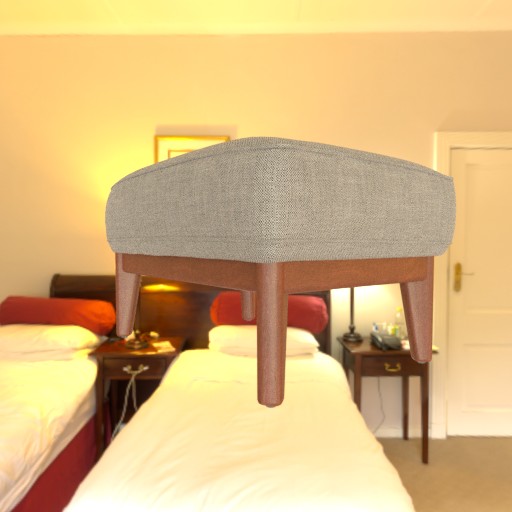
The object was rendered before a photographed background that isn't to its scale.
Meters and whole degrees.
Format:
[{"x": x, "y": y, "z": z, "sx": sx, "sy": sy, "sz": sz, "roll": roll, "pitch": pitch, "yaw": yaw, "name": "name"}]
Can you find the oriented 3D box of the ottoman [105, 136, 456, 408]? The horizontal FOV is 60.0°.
[{"x": 0.000, "y": 0.000, "z": 1.090, "sx": 0.555, "sy": 0.458, "sz": 0.750, "roll": -2, "pitch": 3, "yaw": -37, "name": "ottoman"}]
